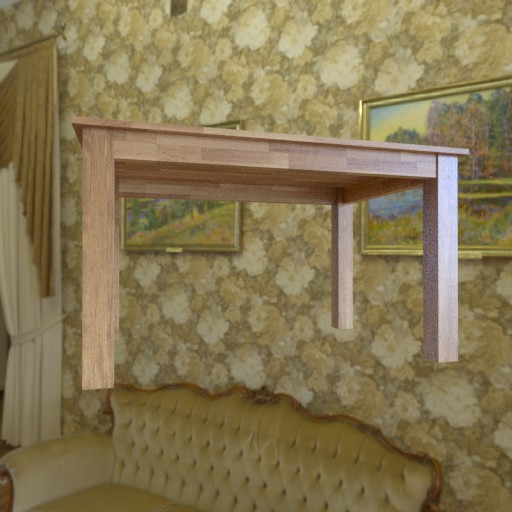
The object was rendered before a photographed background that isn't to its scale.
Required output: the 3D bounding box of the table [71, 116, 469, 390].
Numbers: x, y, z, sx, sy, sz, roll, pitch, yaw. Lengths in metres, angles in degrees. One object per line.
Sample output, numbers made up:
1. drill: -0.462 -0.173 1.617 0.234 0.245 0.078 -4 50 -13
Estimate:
1. table: 0.000 0.000 1.809 1.300 0.750 0.900 0 0 -16
